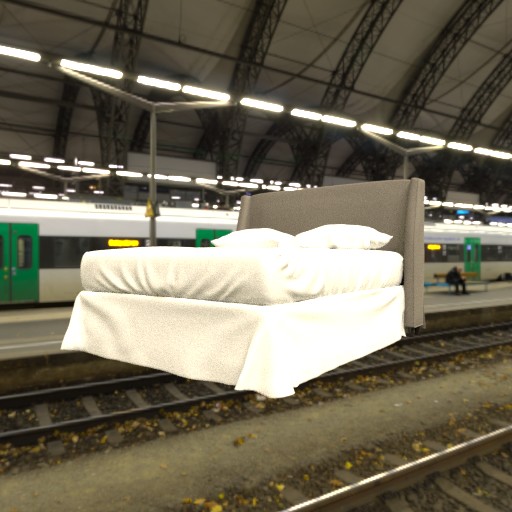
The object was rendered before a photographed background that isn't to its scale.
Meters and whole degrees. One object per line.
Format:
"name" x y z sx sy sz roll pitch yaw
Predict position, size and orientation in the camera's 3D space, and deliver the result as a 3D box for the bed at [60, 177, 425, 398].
"bed" 0.000 0.000 3.438 1.925 1.332 2.276 0 0 37
